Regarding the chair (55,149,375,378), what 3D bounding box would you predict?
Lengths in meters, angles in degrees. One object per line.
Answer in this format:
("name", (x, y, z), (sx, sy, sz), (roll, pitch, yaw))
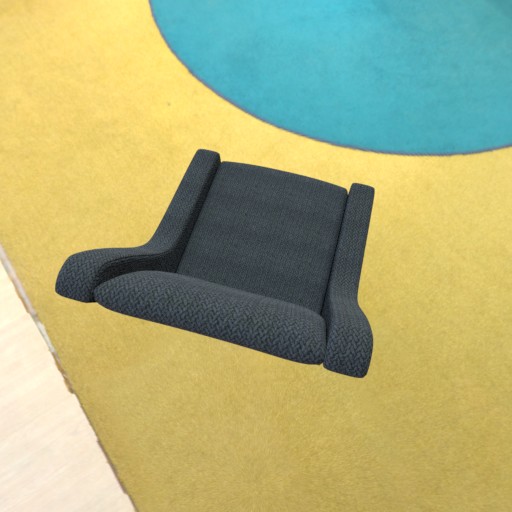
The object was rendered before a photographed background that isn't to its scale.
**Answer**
("chair", (0.000, 0.000, 1.675), (0.793, 1.012, 0.944), (14, 63, 7))
